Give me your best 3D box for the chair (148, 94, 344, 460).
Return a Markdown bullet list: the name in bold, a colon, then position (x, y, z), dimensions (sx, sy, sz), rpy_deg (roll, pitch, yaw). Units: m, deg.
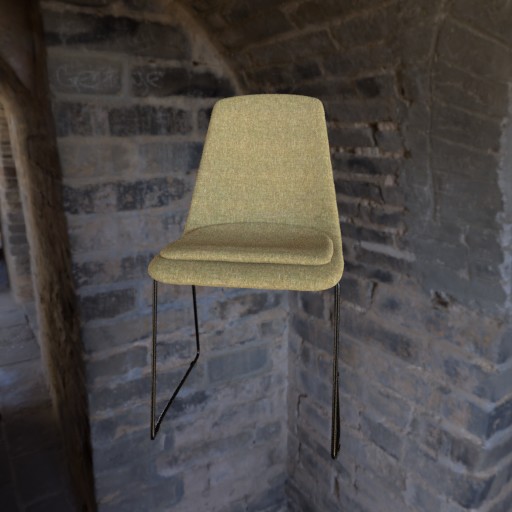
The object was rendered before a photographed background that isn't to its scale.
- **chair**: position (0.000, 0.000, 1.170), dimensions (0.479, 0.849, 0.496), rpy_deg (2, 15, 9)
